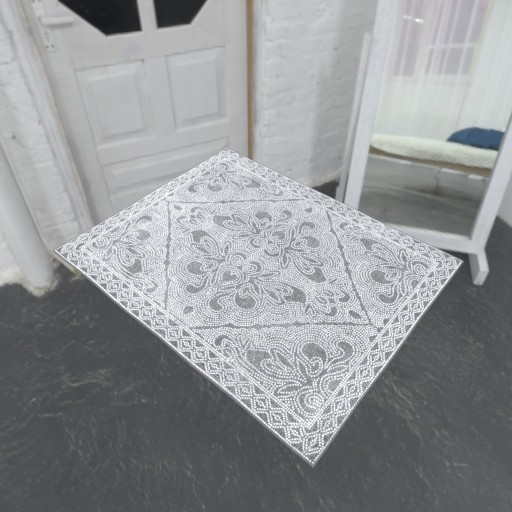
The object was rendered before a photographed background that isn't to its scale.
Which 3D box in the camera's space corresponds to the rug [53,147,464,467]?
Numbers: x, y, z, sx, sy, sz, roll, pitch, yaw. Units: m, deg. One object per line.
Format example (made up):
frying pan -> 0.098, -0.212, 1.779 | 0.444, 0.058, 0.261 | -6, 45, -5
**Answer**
rug -> 0.000, 0.000, 4.168 | 3.048, 0.012, 2.438 | 32, 53, 27
